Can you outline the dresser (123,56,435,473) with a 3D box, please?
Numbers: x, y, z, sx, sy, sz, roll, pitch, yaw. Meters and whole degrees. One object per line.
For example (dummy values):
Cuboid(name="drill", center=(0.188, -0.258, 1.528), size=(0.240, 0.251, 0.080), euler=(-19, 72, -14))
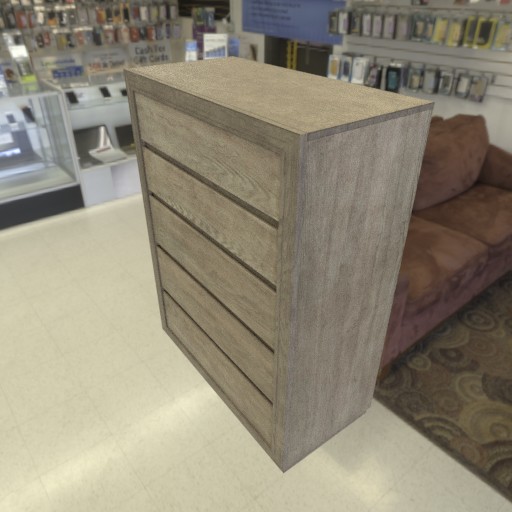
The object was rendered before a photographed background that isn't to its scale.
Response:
Cuboid(name="dresser", center=(0.000, 0.000, 1.747), size=(0.483, 1.295, 0.967), euler=(-22, 39, -30))
